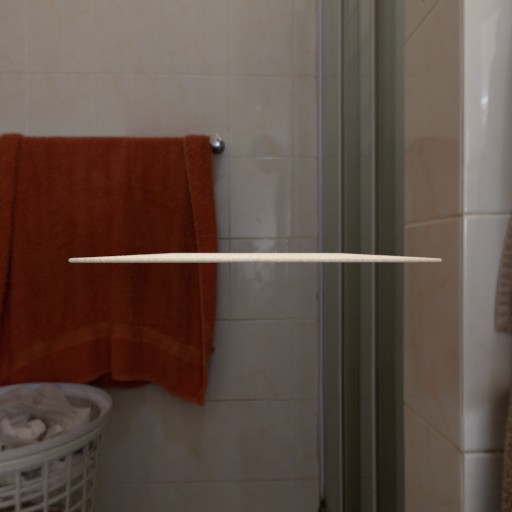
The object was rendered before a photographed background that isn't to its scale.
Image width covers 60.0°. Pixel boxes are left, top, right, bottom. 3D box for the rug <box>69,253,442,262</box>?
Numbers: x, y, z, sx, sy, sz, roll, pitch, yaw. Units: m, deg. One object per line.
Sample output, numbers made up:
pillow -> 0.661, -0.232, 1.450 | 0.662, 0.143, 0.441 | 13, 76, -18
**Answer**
rug -> 0.000, 0.000, 2.368 | 1.238, 0.014, 1.848 | 0, 1, 0
